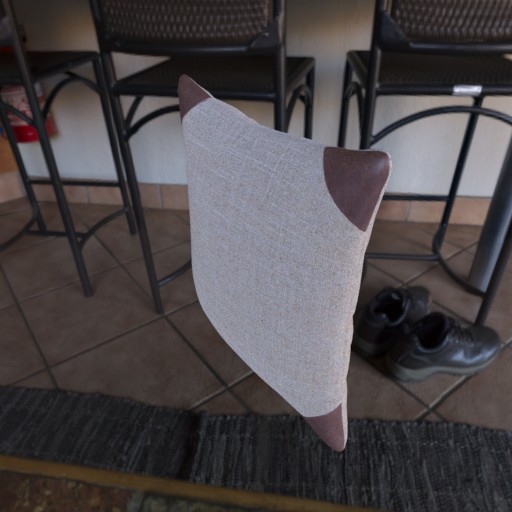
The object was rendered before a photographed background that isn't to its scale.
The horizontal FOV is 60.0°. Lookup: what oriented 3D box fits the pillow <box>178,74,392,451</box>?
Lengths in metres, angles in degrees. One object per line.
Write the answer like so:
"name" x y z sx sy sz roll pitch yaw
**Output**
"pillow" 0.000 0.000 0.669 0.147 0.448 0.437 -21 39 -29
